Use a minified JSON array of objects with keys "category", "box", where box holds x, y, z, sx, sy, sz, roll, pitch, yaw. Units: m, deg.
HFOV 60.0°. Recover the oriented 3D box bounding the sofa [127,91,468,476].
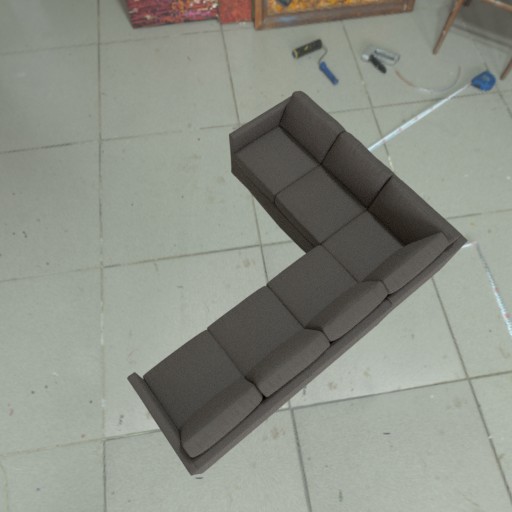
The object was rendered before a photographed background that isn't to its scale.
[{"category":"sofa","box":[0.000,0.000,4.345,3.182,0.871,2.432,-36,70,-15]}]
